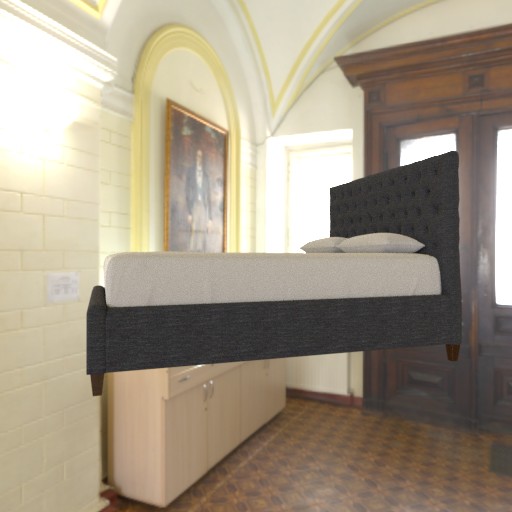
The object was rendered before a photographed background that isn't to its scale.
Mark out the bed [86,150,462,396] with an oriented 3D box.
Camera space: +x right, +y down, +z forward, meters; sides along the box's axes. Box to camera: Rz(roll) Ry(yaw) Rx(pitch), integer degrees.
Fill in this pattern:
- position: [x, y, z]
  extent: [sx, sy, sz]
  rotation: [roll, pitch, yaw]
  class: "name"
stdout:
- position: [0.000, 0.000, 3.395]
  extent: [2.387, 1.427, 1.698]
  rotation: [0, 0, -19]
  class: "bed"
